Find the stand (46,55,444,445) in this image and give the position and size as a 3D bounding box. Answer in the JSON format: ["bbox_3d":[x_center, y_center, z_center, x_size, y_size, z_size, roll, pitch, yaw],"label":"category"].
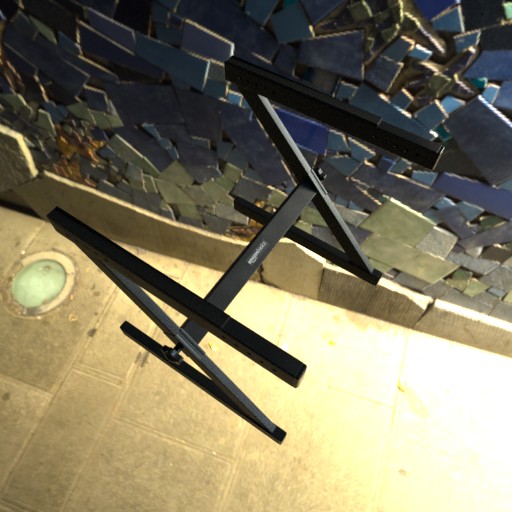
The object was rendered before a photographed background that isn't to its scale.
[{"bbox_3d":[0.000,0.000,1.179,0.586,0.617,0.700,30,62,17],"label":"stand"}]
